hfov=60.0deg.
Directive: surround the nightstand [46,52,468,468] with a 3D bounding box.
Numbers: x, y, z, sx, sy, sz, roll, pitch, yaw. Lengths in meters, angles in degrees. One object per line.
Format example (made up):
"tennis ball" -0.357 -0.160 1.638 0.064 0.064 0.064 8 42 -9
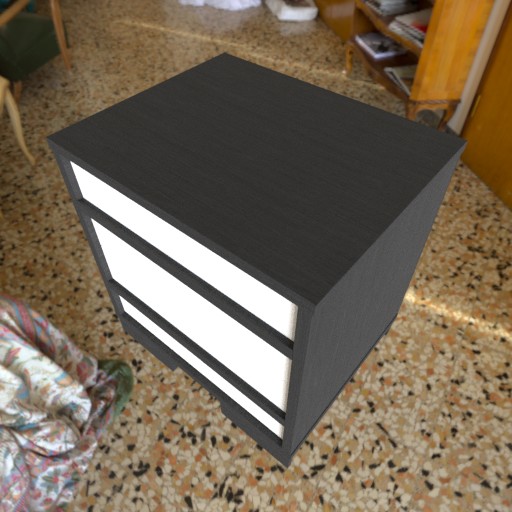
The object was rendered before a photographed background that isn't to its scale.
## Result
"nightstand" 0.000 0.000 0.739 0.427 0.448 0.347 31 54 26
